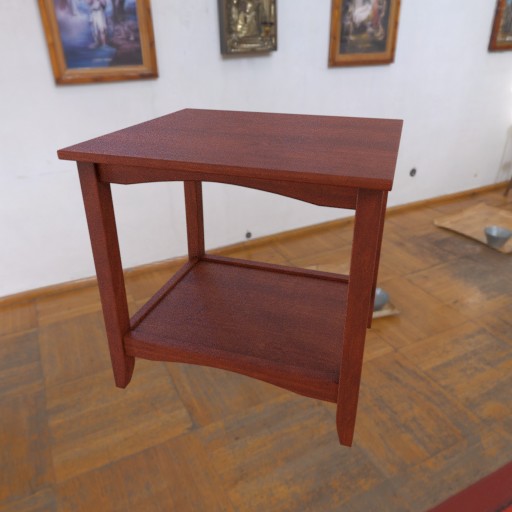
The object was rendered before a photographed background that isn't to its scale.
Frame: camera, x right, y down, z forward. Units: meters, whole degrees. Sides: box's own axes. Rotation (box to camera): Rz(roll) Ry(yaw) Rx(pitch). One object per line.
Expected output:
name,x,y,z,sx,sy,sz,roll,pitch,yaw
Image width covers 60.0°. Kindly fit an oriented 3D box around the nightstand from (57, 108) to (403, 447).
nightstand,0.000,0.000,1.020,0.558,0.558,0.501,8,28,16
